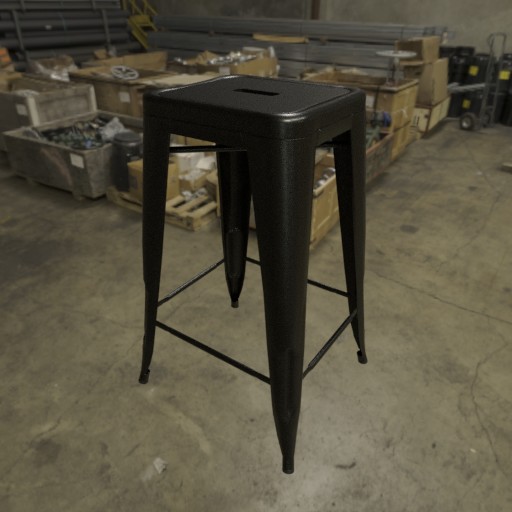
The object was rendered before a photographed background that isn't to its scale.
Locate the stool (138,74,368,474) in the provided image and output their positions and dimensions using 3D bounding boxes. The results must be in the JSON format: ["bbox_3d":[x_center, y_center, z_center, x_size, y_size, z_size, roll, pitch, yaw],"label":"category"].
[{"bbox_3d":[0.000,0.000,0.856,0.399,0.609,0.359,19,36,29],"label":"stool"}]
